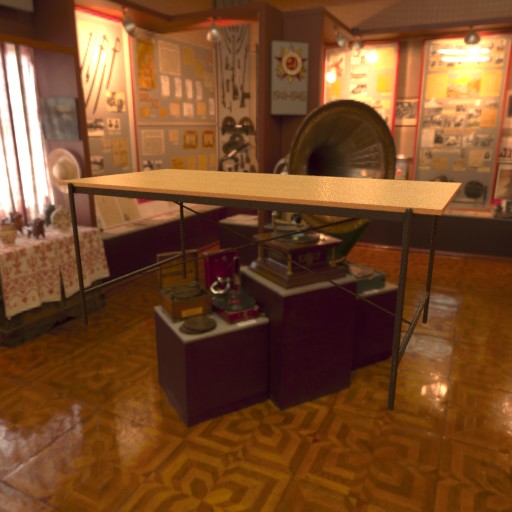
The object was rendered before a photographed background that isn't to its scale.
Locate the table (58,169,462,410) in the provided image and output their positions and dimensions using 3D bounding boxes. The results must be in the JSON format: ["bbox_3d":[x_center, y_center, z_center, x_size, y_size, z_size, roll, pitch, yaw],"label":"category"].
[{"bbox_3d":[0.000,0.000,2.289,1.800,0.758,0.900,8,18,27],"label":"table"}]
